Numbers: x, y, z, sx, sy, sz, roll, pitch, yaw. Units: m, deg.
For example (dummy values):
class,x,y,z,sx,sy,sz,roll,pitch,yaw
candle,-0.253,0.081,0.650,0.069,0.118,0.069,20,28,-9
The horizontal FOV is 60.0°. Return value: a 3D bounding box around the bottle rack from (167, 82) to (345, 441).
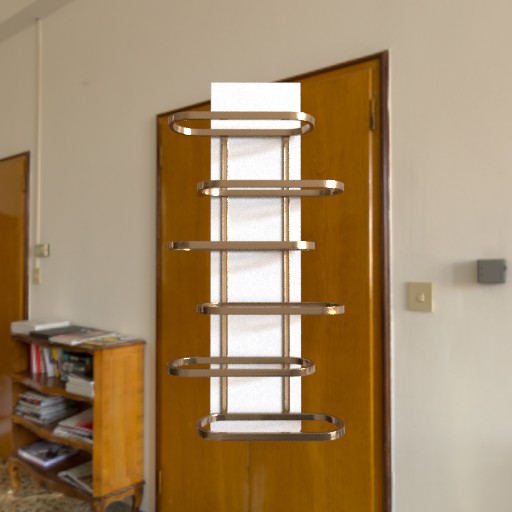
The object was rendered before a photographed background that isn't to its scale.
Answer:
class,x,y,z,sx,sy,sz,roll,pitch,yaw
bottle rack,0.000,0.000,0.843,0.332,0.709,0.118,0,-1,0
